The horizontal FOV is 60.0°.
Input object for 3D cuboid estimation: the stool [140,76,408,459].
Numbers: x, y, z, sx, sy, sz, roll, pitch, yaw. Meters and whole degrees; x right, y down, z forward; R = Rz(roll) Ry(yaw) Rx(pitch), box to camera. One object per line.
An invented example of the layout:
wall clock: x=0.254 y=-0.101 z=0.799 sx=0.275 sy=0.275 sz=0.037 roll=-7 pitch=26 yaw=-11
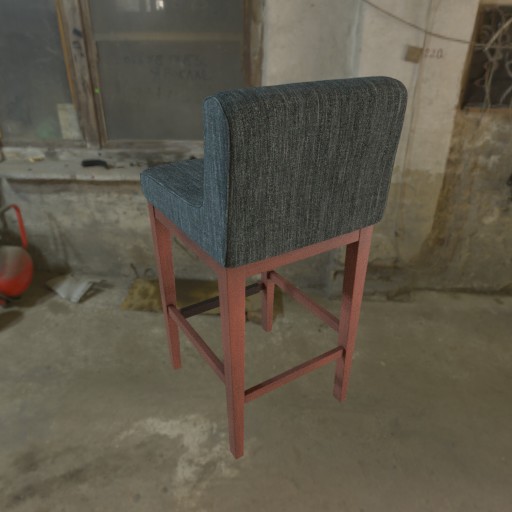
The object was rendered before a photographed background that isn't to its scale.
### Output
stool: x=0.000 y=0.000 z=1.079 sx=0.395 sy=0.835 sz=0.459 roll=-17 pitch=33 yaw=-28
